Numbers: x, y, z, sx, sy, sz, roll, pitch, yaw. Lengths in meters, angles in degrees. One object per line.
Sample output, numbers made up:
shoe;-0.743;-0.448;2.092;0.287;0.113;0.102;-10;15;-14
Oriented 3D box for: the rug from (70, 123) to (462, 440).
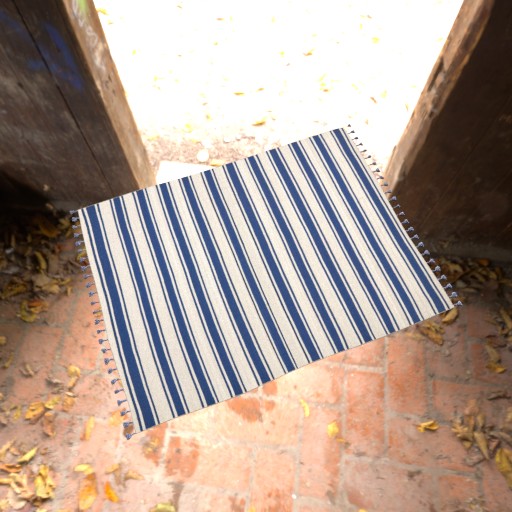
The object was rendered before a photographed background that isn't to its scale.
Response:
rug;0.000;0.000;4.568;3.416;0.016;2.471;-19;66;-9
